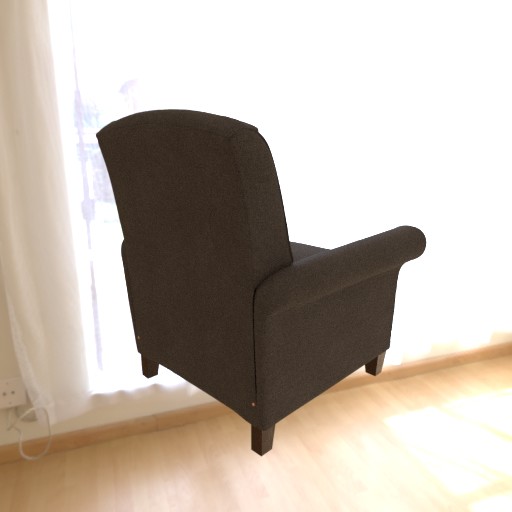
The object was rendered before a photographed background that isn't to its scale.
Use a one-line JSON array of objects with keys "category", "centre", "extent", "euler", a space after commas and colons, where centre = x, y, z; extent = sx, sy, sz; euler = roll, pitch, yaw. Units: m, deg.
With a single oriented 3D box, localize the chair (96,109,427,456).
[{"category": "chair", "centre": [0.000, 0.000, 1.741], "extent": [0.978, 1.061, 0.905], "euler": [14, 21, 43]}]
